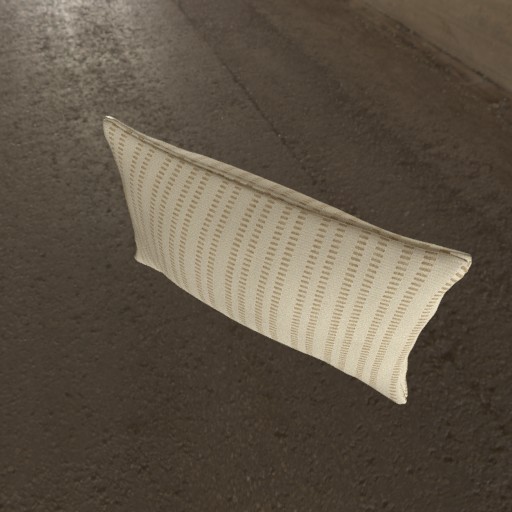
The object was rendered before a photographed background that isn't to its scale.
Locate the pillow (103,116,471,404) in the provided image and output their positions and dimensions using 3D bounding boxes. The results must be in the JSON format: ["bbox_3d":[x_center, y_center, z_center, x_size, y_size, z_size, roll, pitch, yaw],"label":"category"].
[{"bbox_3d":[0.000,0.000,0.779,0.640,0.353,0.210,25,50,23],"label":"pillow"}]
